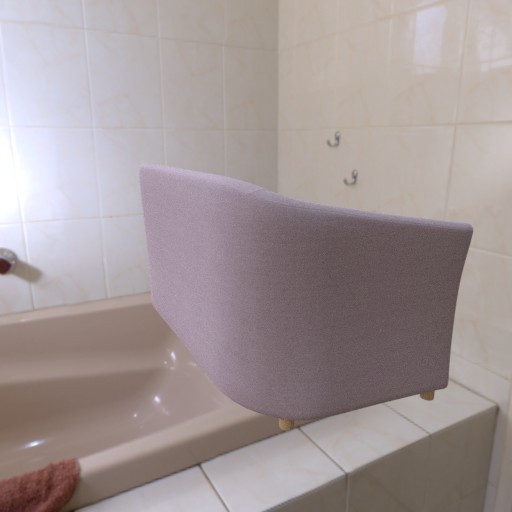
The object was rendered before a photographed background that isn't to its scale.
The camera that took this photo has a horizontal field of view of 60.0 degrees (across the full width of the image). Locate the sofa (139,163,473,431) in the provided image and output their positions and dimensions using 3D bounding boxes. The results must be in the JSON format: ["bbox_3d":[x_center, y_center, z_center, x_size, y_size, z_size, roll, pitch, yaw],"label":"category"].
[{"bbox_3d":[0.000,0.000,1.812,0.705,0.721,1.452,-7,16,-26],"label":"sofa"}]
